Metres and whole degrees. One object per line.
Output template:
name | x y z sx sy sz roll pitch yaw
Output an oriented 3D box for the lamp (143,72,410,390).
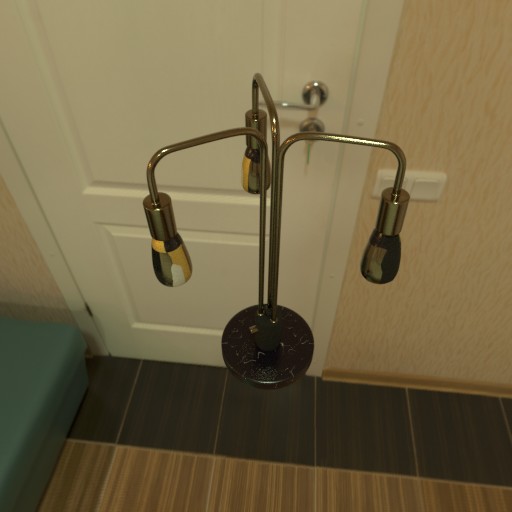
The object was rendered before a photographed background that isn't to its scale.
lamp | 0.000 0.000 0.809 0.368 0.560 0.355 -17 49 -16
